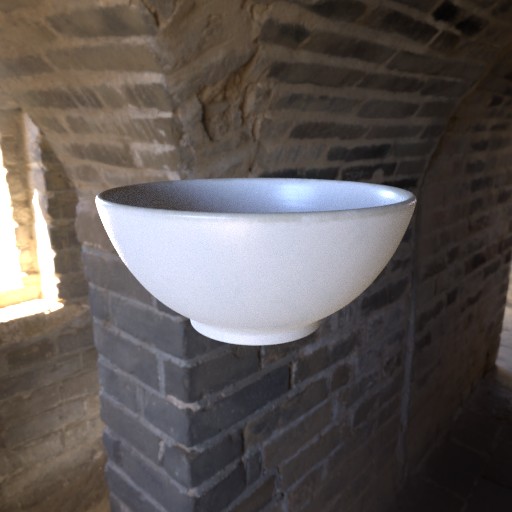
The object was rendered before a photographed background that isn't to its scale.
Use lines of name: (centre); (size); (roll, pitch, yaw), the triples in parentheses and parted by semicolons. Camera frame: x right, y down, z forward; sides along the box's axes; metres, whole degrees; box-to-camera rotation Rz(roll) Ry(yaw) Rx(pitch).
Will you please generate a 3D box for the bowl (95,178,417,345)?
bowl: (0.000, 0.000, 0.406); (0.268, 0.121, 0.268); (0, 14, 0)
